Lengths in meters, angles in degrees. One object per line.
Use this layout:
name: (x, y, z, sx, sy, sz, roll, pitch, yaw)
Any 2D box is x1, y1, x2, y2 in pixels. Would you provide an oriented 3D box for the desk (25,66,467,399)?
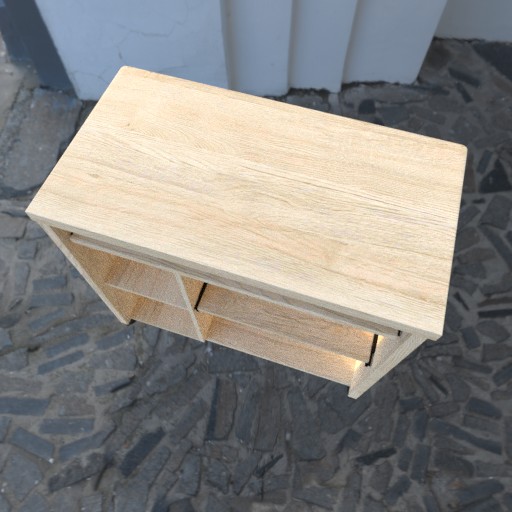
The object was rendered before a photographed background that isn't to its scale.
desk: (0.000, 0.000, 1.333, 0.885, 0.770, 0.480, 16, 64, 8)
